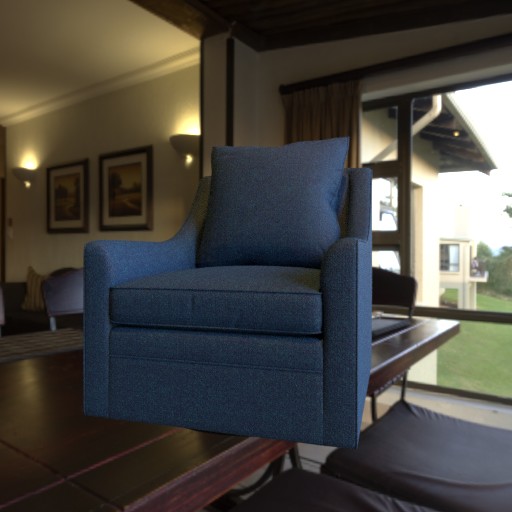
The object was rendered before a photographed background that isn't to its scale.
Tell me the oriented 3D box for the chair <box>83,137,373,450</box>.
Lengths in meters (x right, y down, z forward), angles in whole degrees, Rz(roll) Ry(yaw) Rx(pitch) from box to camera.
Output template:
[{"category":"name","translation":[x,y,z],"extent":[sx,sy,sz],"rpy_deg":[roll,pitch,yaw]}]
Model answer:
[{"category":"chair","translation":[0.000,0.000,1.534],"extent":[0.750,0.939,0.870],"rpy_deg":[0,1,17]}]
